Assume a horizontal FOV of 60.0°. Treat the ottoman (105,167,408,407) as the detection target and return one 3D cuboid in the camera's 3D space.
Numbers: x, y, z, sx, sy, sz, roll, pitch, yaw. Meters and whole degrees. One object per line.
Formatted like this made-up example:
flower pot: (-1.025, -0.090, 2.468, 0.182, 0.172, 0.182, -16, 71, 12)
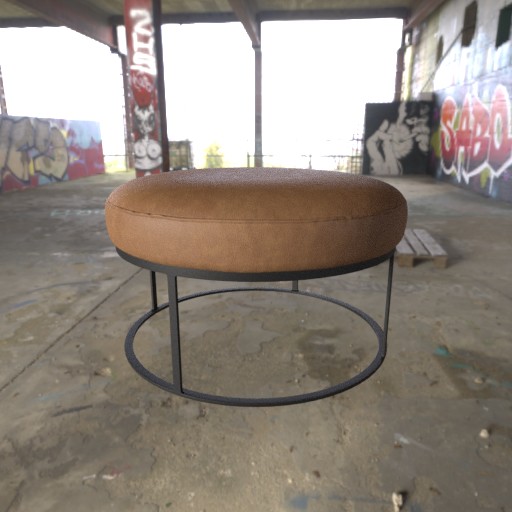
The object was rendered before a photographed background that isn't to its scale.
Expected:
ottoman: (0.000, 0.000, 1.230, 0.771, 0.460, 0.771, 0, 16, 0)
